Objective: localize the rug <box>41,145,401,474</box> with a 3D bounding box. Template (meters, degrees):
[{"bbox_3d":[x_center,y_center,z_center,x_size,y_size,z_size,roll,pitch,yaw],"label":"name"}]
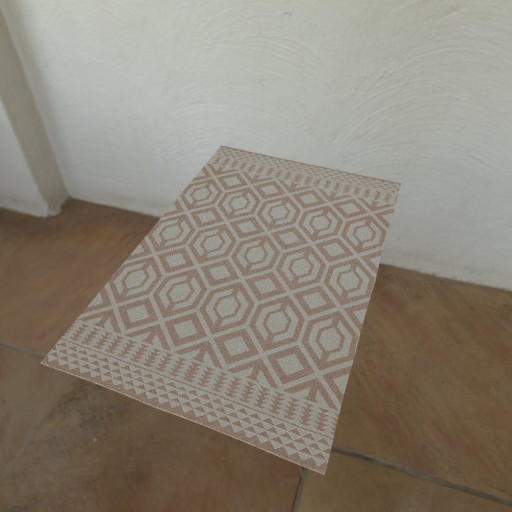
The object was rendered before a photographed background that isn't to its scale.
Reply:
[{"bbox_3d":[0.000,0.000,2.295,1.219,0.008,1.829,15,47,15],"label":"rug"}]
